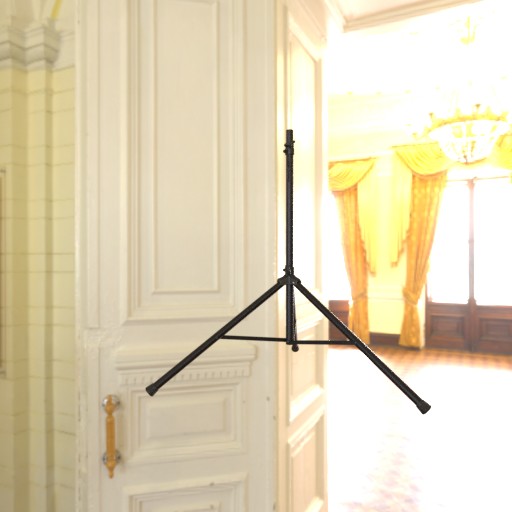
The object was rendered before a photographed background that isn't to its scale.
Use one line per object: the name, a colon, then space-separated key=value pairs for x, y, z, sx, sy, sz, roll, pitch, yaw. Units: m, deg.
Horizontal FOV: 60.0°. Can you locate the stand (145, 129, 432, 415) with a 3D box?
stand: x=0.000 y=0.000 z=2.747 sx=1.339 sy=1.595 sz=1.596 roll=0 pitch=0 yaw=-19
